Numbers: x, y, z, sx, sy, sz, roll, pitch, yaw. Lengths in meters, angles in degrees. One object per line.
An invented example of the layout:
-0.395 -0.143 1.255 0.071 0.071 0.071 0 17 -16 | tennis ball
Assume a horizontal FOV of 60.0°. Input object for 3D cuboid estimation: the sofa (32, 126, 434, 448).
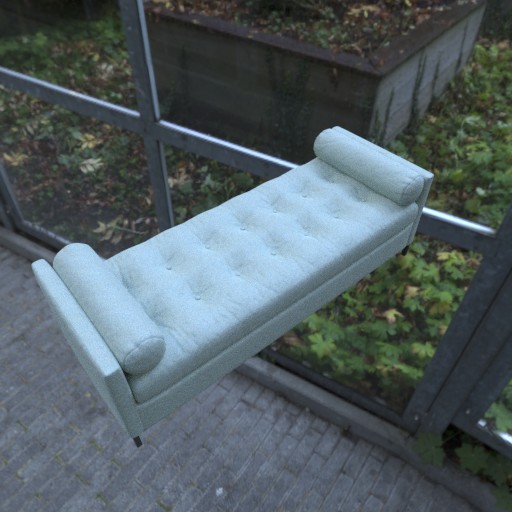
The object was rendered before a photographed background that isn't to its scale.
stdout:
0.000 0.000 2.512 2.102 0.705 0.796 -30 51 -27 | sofa
